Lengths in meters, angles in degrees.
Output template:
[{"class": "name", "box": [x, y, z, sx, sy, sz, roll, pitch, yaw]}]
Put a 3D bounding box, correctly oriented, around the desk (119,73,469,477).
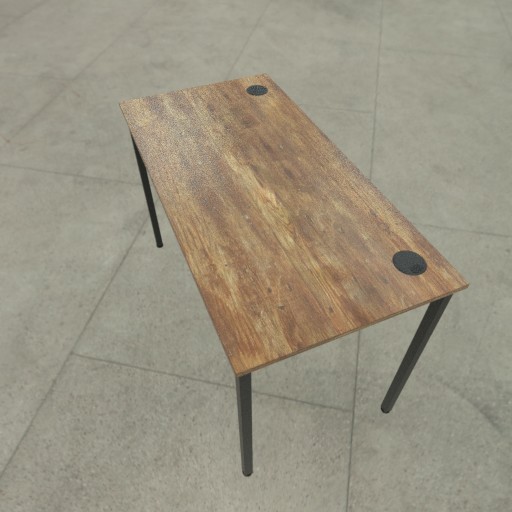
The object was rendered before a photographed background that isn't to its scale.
[{"class": "desk", "box": [0.000, 0.000, 1.625, 0.600, 0.749, 1.200, -17, 50, -15]}]
